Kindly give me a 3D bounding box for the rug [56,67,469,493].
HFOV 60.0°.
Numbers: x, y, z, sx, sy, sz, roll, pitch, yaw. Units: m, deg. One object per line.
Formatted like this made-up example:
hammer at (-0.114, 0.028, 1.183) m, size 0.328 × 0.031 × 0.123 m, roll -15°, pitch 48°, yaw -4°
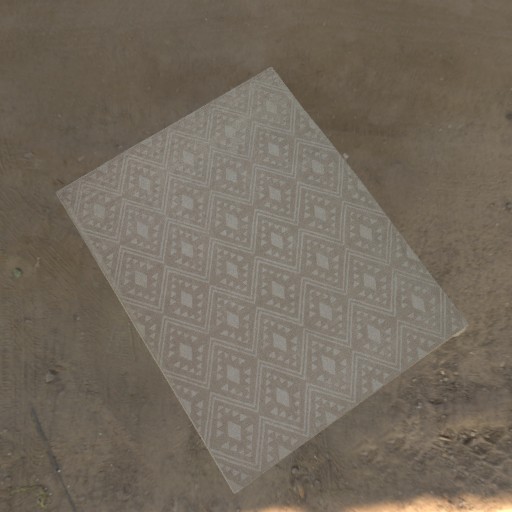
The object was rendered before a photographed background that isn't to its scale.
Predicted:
rug at (0.000, 0.000, 3.918) m, size 2.399 × 0.054 × 3.011 m, roll -33°, pitch 79°, yaw -7°
